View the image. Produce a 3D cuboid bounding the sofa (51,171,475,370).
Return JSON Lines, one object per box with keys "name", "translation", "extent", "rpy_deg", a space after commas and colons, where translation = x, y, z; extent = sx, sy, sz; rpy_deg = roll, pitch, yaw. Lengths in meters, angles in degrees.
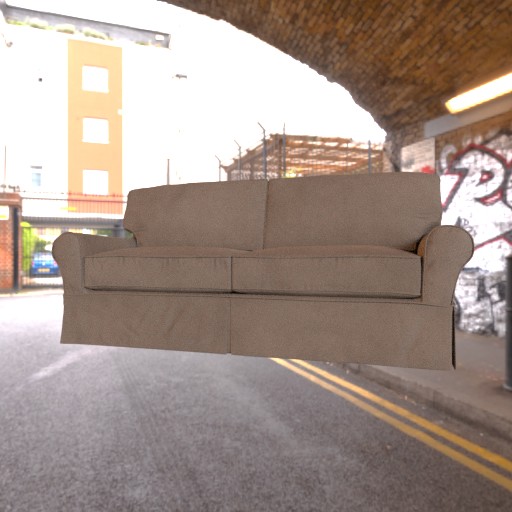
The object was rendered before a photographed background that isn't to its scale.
{"name": "sofa", "translation": [0.000, 0.000, 2.645], "extent": [2.246, 1.014, 0.900], "rpy_deg": [0, 0, 17]}
